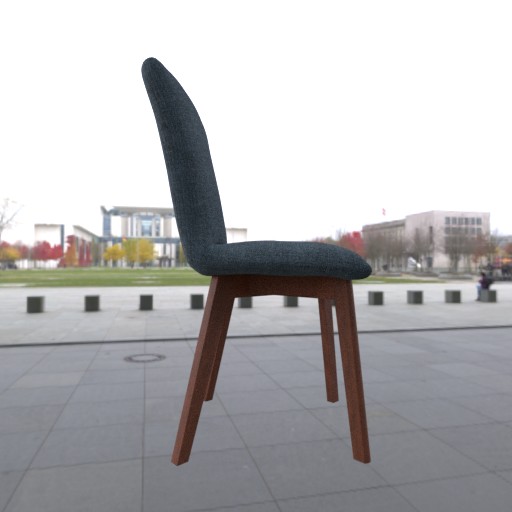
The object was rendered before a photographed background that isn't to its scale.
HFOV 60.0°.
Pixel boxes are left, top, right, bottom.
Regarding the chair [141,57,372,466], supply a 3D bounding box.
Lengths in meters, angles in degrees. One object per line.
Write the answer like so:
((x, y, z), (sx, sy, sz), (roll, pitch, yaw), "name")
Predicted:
((0.000, 0.000, 1.280), (0.563, 0.974, 0.522), (0, -1, 1), "chair")
